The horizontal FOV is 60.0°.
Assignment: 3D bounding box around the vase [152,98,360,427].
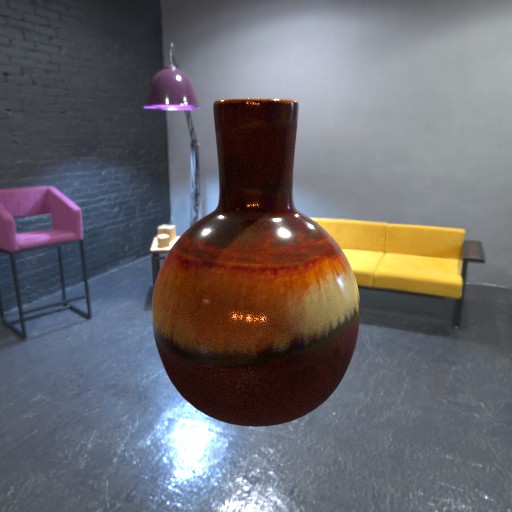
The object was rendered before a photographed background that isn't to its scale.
[{"bbox_3d":[0.000,0.000,0.234,0.111,0.154,0.111,0,16,0],"label":"vase"}]
